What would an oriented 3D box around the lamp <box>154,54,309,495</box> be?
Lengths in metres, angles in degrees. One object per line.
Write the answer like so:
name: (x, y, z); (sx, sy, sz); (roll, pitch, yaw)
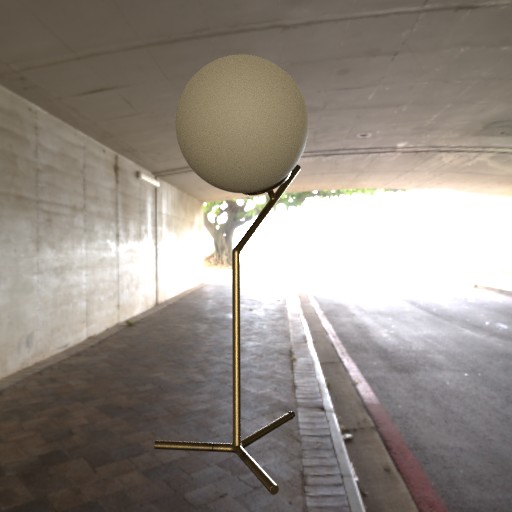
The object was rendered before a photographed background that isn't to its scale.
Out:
lamp: (0.000, 0.000, 0.656); (0.210, 0.552, 0.251); (1, 1, 36)
